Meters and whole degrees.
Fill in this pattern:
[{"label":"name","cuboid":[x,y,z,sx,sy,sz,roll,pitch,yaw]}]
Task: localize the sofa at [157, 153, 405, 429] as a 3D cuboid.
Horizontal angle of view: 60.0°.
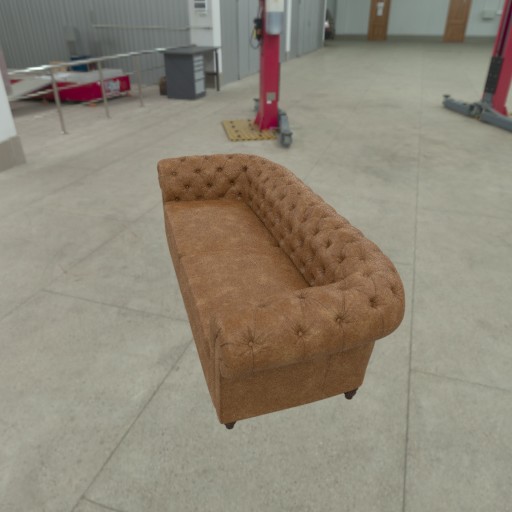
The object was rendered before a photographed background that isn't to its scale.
[{"label":"sofa","cuboid":[0.000,0.000,2.844,0.989,0.760,2.365,-8,30,-15]}]
